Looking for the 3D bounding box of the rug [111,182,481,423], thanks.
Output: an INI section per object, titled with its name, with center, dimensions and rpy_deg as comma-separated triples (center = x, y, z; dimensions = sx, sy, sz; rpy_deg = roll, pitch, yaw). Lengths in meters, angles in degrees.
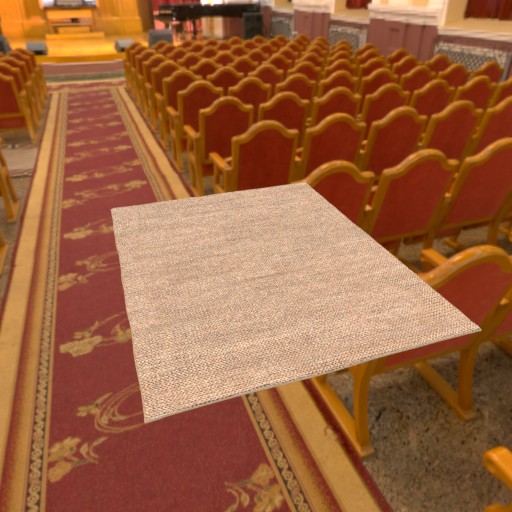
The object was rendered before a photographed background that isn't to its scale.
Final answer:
[rug]
center = 0.000, 0.000, 4.115
dimensions = 2.429, 0.030, 3.052
rpy_deg = -10, 33, -17
